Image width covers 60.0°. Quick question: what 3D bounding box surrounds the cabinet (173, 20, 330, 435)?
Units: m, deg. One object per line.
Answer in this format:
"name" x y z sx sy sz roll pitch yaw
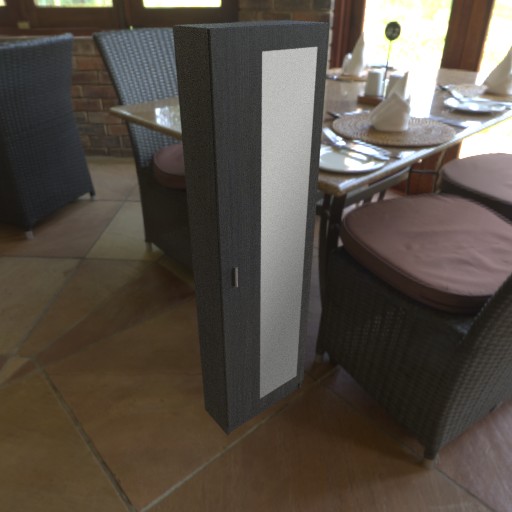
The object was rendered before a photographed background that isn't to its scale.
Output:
"cabinet" 0.000 0.000 1.928 0.500 1.790 0.230 -22 37 -33
